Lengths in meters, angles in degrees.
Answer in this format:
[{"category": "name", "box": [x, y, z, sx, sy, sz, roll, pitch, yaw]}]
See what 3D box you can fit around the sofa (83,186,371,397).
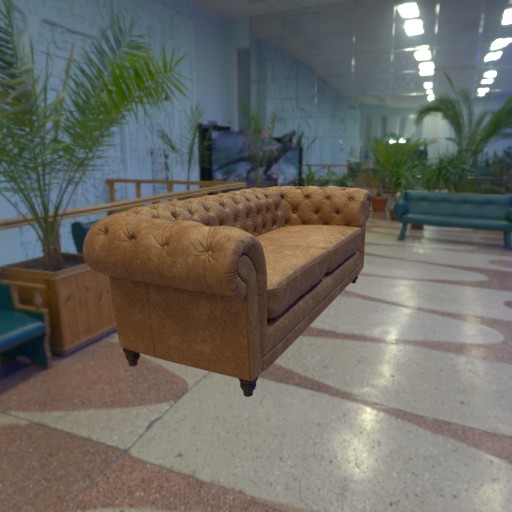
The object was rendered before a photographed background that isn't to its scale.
[{"category": "sofa", "box": [0.000, 0.000, 2.831, 0.989, 0.760, 2.365, 6, 15, 25]}]
